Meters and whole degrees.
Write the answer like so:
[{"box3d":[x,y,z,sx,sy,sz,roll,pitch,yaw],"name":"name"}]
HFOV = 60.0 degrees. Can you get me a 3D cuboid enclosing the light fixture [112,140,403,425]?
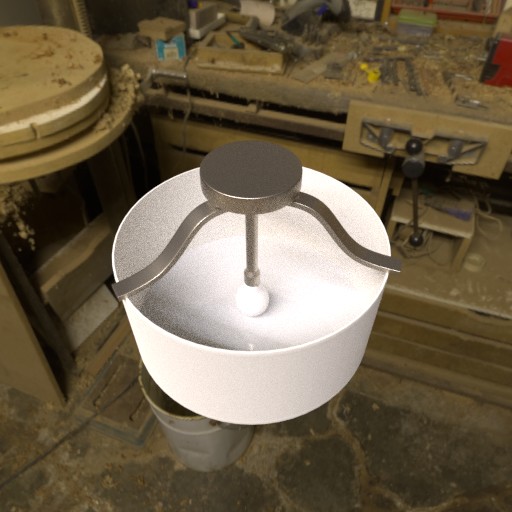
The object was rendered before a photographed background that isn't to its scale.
[{"box3d":[0.000,0.000,0.646,0.395,0.304,0.395,0,45,0],"name":"light fixture"}]
